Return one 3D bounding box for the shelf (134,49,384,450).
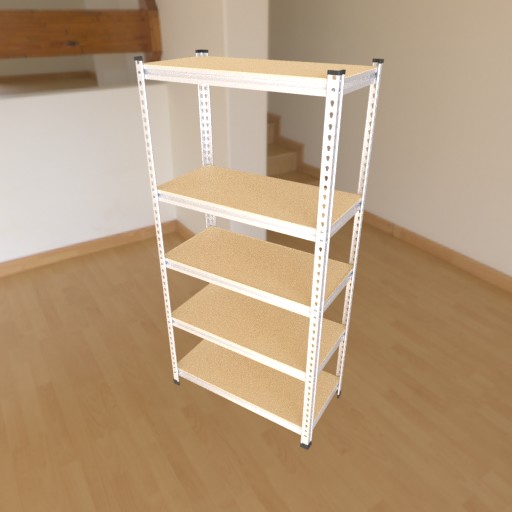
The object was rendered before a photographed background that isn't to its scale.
[{"bbox_3d":[0.000,0.000,2.233,0.914,1.829,0.457,17,33,27],"label":"shelf"}]
